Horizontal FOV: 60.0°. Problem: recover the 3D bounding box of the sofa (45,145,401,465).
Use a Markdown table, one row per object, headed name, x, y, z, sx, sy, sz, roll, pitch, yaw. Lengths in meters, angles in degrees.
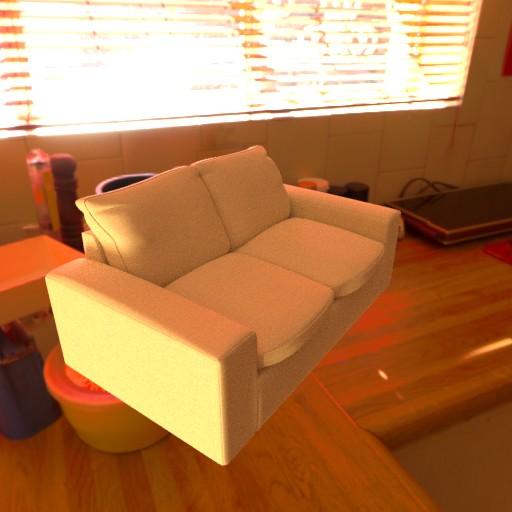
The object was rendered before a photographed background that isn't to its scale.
| name | x | y | z | sx | sy | sz | roll | pitch | yaw |
| --- | --- | --- | --- | --- | --- | --- | --- | --- | --- |
| sofa | 0.000 | 0.000 | 2.385 | 1.091 | 0.875 | 1.754 | 17 | 31 | 32 |
